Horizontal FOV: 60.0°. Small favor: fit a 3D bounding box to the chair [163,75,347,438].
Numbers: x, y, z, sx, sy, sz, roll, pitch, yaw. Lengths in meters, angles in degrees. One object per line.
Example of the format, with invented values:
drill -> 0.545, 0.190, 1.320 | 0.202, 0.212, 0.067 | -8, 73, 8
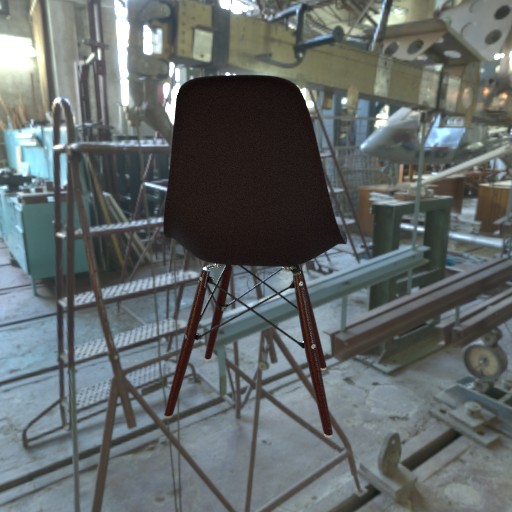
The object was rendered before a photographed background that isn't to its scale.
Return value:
chair -> 0.000, 0.000, 1.164 | 0.470, 0.826, 0.533 | 2, 16, 8
